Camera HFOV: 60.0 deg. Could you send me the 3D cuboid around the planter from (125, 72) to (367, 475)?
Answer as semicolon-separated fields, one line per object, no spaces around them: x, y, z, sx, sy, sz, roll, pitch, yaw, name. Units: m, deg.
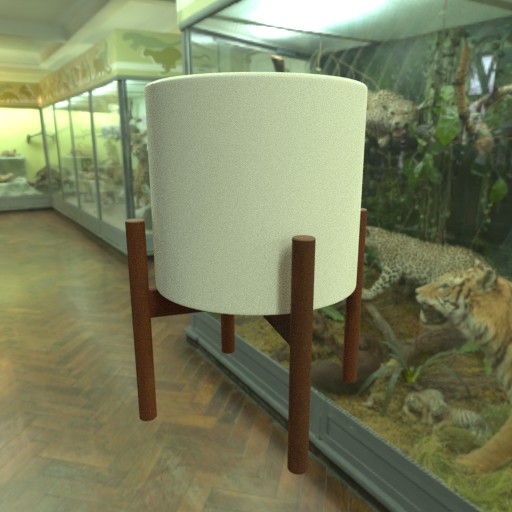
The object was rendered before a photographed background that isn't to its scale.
0.000;0.000;0.501;0.224;0.358;0.224;7;16;26;planter
